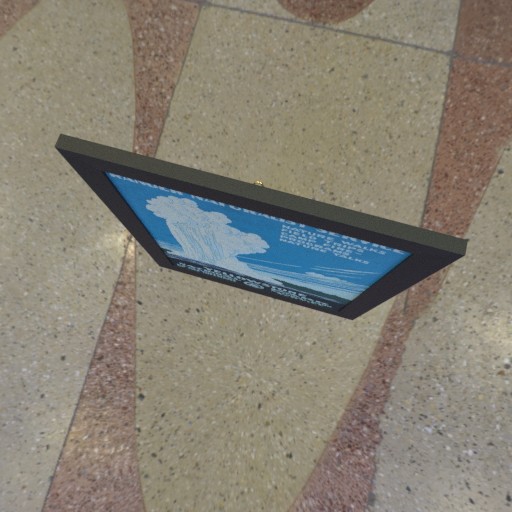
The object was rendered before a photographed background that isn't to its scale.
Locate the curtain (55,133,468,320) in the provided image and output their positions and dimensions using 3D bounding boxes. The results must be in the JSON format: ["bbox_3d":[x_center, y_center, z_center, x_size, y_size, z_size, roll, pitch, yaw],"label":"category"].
[{"bbox_3d":[0.000,0.000,0.787,0.483,0.585,0.027,15,75,4],"label":"curtain"}]
